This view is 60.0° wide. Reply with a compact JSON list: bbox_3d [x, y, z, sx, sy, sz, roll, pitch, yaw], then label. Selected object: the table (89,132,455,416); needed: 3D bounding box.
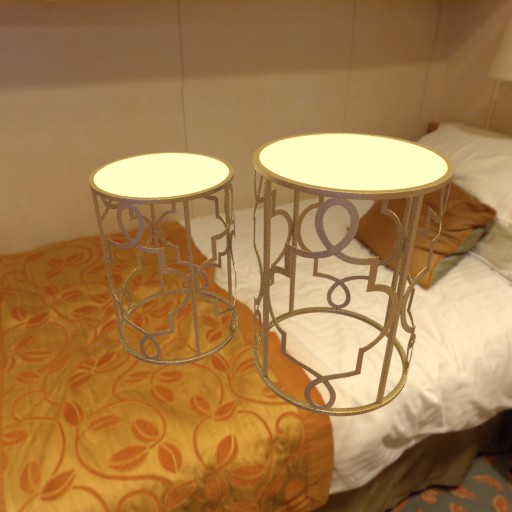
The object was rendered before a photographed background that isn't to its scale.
[{"bbox_3d":[0.000,0.000,1.150,0.846,0.564,0.420,9,31,15],"label":"table"}]
